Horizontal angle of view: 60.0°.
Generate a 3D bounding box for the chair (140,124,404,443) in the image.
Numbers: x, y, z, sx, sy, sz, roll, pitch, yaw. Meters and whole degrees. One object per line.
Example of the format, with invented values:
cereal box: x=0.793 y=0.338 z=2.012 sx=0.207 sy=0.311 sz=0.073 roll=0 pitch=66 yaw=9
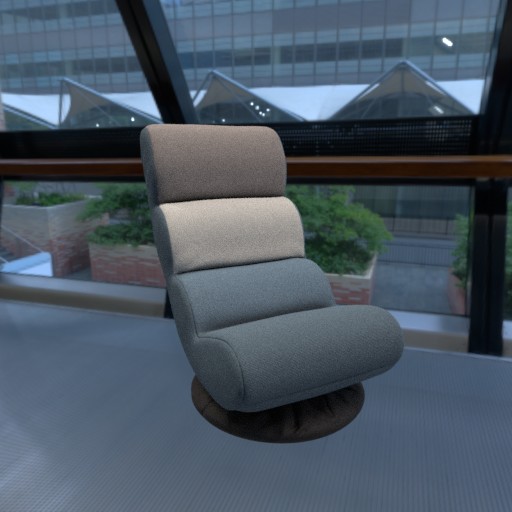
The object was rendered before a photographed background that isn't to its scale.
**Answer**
chair: x=0.000 y=0.000 z=1.096 sx=0.420 sy=0.641 sz=0.661 roll=-7 pitch=16 yaw=-26
